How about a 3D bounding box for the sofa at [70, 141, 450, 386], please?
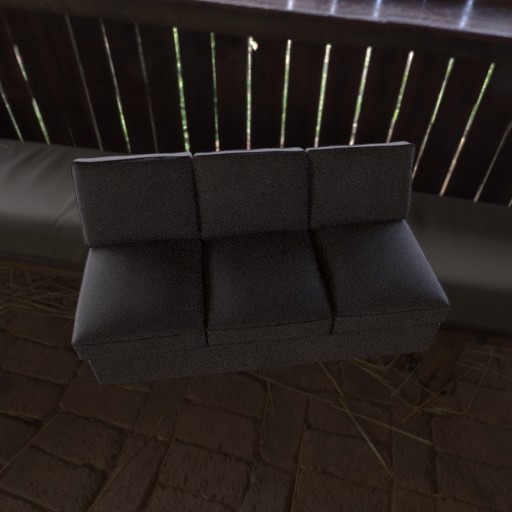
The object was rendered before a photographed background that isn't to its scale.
[{"bbox_3d":[0.000,0.000,2.563,1.962,0.973,1.027,-5,46,-5],"label":"sofa"}]
